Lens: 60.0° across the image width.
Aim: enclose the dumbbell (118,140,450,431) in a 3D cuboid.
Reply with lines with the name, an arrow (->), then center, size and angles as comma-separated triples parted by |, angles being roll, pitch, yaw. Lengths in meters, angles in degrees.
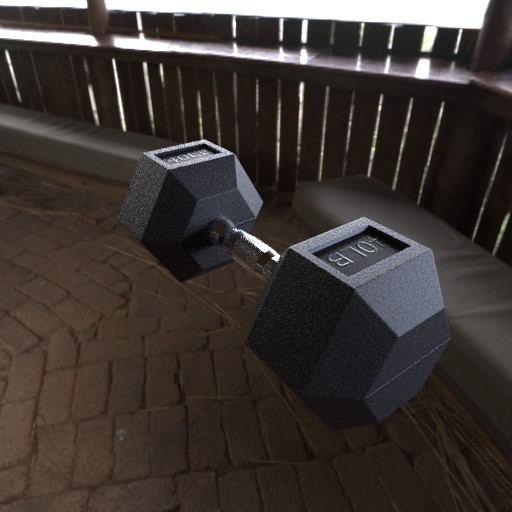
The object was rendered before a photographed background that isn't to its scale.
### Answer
dumbbell -> 0.000, 0.000, 0.431 | 0.157, 0.137, 0.361 | -22, 38, -30
